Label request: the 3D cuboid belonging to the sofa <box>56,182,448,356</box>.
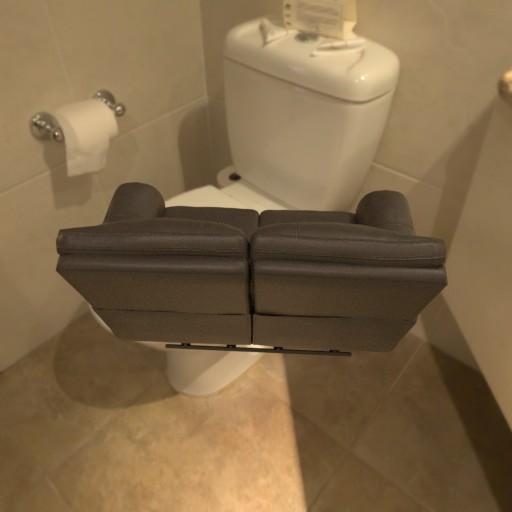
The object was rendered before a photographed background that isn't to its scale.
[{"bbox_3d":[0.000,0.000,2.487,1.765,1.111,1.104,2,45,2],"label":"sofa"}]
